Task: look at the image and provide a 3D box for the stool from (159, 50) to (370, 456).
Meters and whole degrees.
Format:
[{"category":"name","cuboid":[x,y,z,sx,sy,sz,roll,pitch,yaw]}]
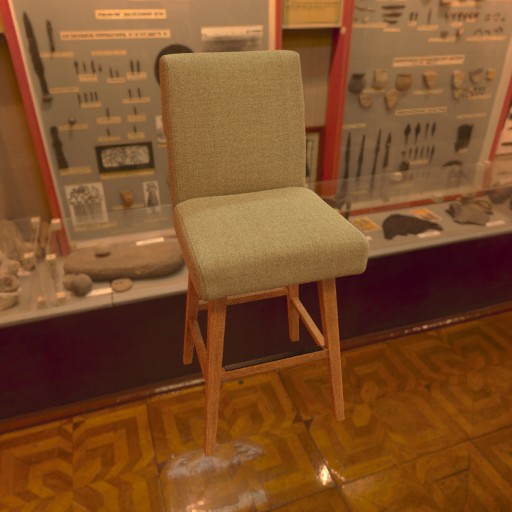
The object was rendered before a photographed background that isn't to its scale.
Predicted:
[{"category":"stool","cuboid":[0.000,0.000,1.373,0.483,1.106,0.569,-9,32,-15]}]
